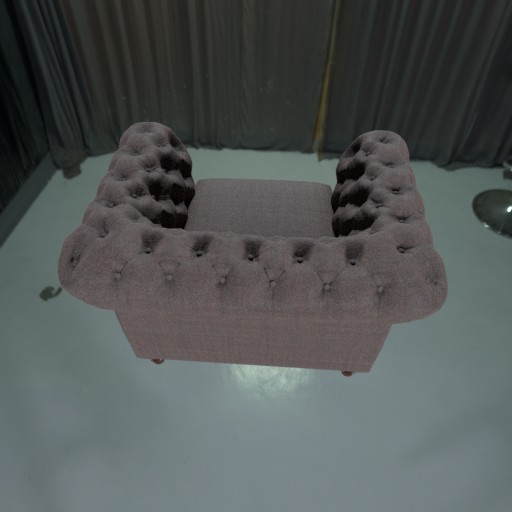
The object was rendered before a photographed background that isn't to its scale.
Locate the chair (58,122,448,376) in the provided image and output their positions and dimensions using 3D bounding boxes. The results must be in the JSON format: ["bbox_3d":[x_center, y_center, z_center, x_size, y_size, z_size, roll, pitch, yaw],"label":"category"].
[{"bbox_3d":[0.000,0.000,1.892,1.298,0.780,0.945,3,46,3],"label":"chair"}]
